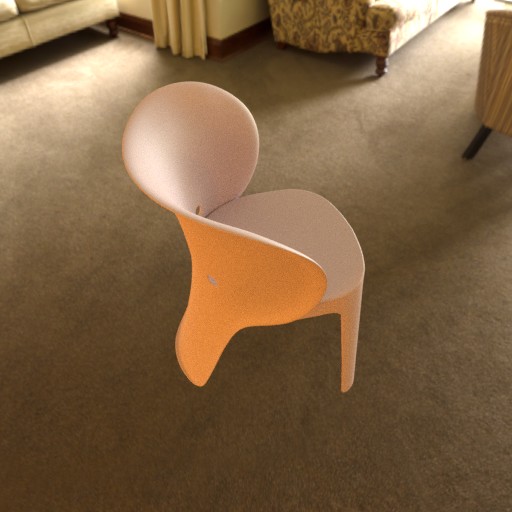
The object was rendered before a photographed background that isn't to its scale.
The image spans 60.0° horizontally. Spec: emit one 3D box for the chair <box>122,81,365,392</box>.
[{"bbox_3d":[0.000,0.000,0.874,0.402,0.554,0.451,-10,47,-9],"label":"chair"}]
